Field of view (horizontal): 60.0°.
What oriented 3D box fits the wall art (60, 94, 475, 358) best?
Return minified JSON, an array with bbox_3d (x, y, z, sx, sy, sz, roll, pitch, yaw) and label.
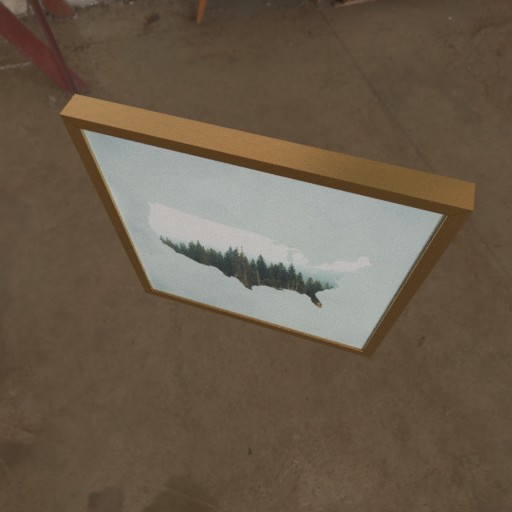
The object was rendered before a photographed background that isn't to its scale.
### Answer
[{"bbox_3d":[0.000,0.000,0.750,0.509,0.509,0.040,15,60,9],"label":"wall art"}]
